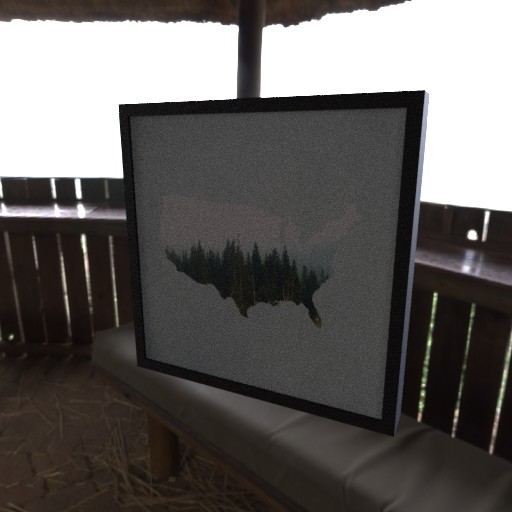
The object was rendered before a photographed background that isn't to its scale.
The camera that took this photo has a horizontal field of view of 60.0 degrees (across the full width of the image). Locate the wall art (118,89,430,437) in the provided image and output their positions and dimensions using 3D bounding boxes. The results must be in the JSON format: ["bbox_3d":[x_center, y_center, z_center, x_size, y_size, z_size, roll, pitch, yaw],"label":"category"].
[{"bbox_3d":[0.000,0.000,0.455,0.304,0.304,0.038,7,16,25],"label":"wall art"}]
